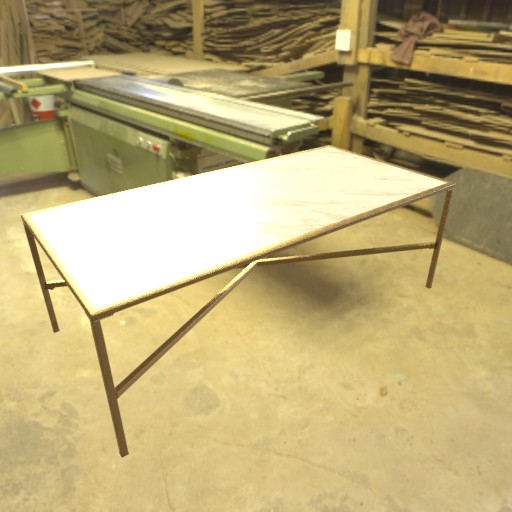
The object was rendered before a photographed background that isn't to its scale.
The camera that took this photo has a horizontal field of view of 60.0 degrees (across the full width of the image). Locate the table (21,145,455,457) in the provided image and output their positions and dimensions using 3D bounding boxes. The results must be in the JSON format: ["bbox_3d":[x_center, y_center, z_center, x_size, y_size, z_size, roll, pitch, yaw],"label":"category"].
[{"bbox_3d":[0.000,0.000,1.434,1.197,0.405,0.577,-20,35,-31],"label":"table"}]
